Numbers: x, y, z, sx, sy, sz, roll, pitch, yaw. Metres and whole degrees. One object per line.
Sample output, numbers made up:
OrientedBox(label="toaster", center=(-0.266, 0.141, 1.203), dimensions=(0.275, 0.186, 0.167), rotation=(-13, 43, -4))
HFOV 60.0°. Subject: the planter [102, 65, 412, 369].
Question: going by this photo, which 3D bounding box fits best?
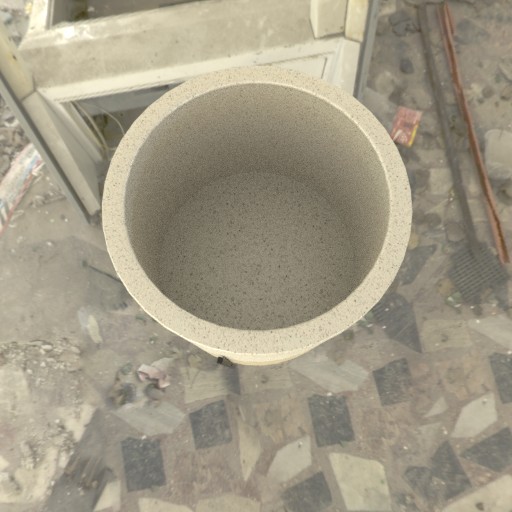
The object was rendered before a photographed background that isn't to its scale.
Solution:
OrientedBox(label="planter", center=(0.000, 0.000, 0.737), dimensions=(0.359, 0.484, 0.368), rotation=(15, 75, 4))
